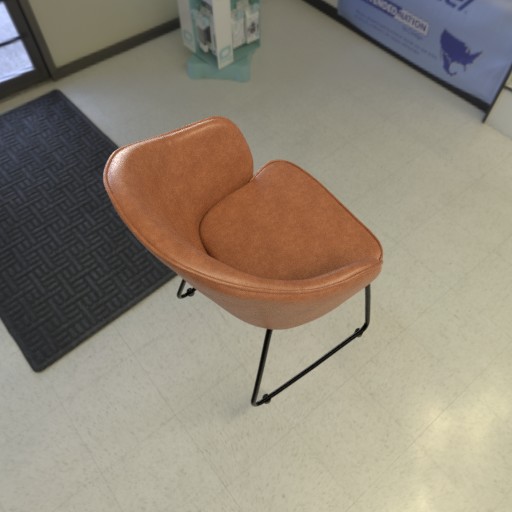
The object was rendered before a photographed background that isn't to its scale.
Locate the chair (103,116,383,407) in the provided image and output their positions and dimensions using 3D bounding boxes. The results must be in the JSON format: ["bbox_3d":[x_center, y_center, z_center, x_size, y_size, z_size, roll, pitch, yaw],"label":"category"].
[{"bbox_3d":[0.000,0.000,1.183,0.580,0.785,0.582,-32,62,-19],"label":"chair"}]
